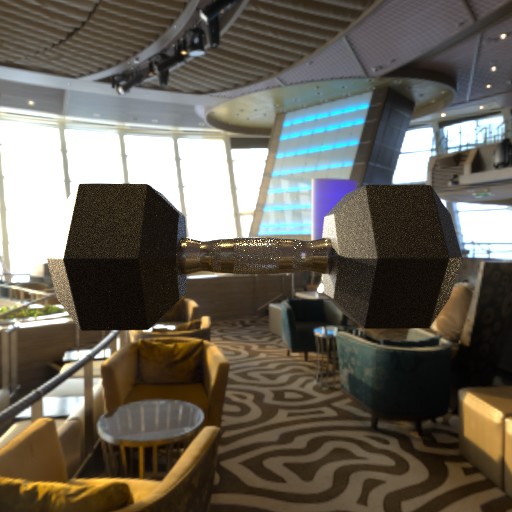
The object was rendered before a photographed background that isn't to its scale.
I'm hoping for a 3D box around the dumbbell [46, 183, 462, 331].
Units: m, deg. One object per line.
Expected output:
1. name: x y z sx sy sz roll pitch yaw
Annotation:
1. dumbbell: 0.000 0.000 0.374 0.315 0.113 0.129 0 2 -2
